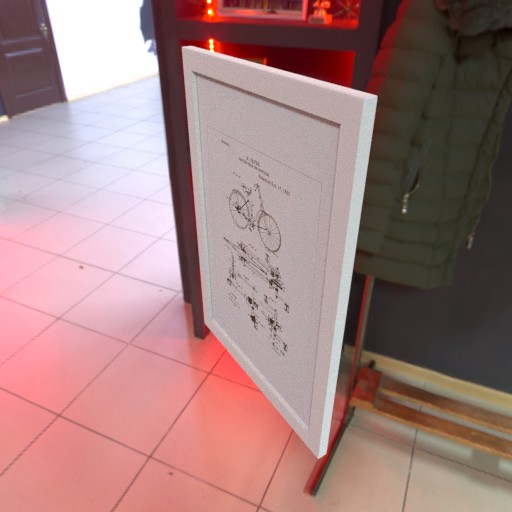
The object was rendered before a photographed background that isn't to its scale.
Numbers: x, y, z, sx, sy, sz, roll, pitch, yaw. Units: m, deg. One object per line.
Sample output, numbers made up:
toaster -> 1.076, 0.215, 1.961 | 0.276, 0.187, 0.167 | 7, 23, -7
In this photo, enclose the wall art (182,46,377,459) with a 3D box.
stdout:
wall art -> 0.000, 0.000, 0.596 | 0.015, 0.477, 0.332 | -20, 38, -27
